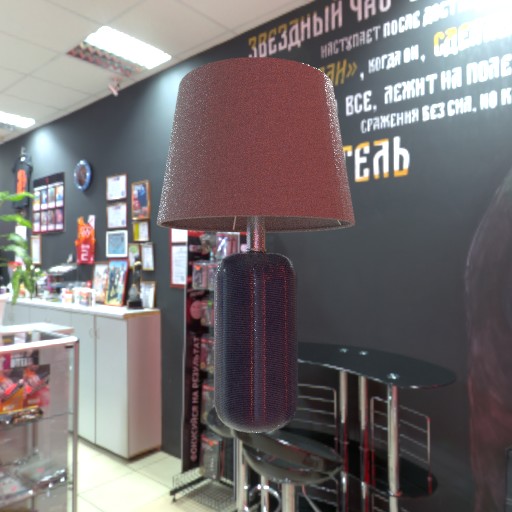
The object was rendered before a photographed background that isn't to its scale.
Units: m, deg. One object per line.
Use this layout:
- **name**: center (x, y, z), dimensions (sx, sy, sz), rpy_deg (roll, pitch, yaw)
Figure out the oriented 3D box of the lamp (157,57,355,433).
- **lamp**: center (0.000, 0.000, 0.577), dimensions (0.253, 0.428, 0.253), rpy_deg (0, -1, 0)
